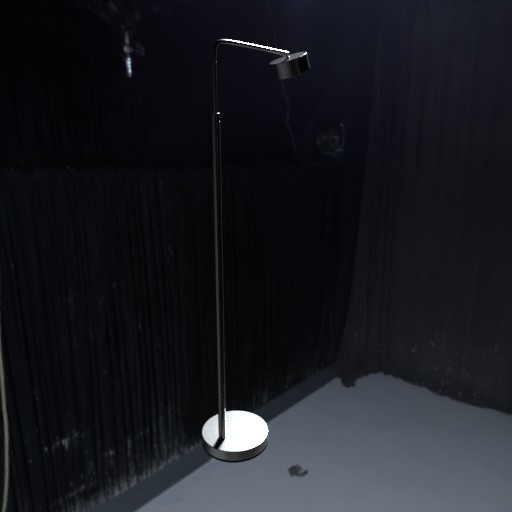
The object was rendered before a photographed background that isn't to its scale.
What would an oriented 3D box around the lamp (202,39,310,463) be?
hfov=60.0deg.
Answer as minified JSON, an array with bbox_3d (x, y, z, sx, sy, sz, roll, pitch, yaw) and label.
[{"bbox_3d":[0.000,0.000,1.415,0.421,1.250,0.222,-14,20,-43],"label":"lamp"}]
